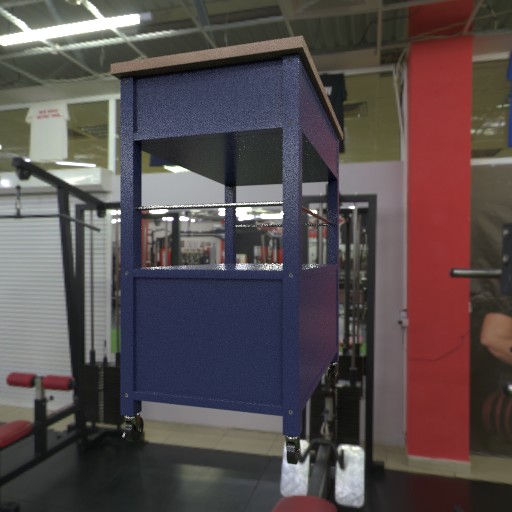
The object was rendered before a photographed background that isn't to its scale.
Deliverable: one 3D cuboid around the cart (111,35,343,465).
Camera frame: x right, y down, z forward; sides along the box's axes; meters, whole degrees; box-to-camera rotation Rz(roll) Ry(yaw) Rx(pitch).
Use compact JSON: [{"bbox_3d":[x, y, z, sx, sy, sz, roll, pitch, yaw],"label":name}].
[{"bbox_3d":[0.000,0.000,1.373,0.459,0.901,0.840,0,0,17],"label":"cart"}]
